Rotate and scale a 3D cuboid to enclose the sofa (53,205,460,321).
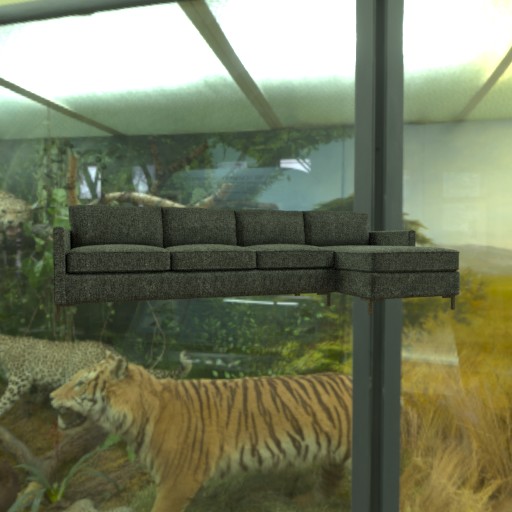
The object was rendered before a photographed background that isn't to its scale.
[{"bbox_3d":[0.000,0.000,4.088,3.384,0.970,1.488,-1,2,-19],"label":"sofa"}]
